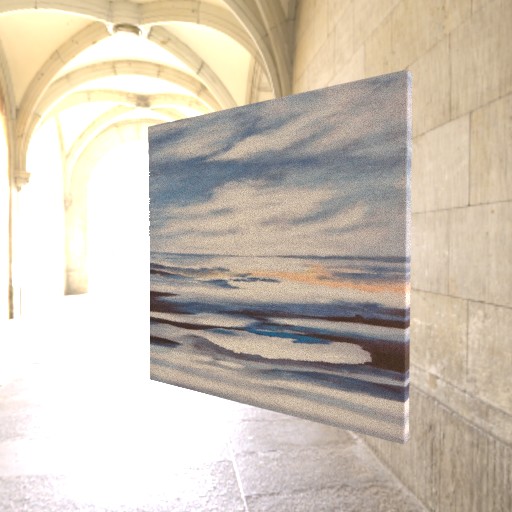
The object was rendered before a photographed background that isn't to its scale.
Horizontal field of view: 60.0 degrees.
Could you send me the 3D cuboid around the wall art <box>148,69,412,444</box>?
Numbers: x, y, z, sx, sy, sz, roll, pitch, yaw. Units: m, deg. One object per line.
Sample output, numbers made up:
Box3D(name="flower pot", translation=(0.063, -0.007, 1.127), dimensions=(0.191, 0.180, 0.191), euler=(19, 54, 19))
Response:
Box3D(name="wall art", translation=(0.000, 0.000, 1.105), dimensions=(0.747, 0.747, 0.035), euler=(1, 2, 35))
